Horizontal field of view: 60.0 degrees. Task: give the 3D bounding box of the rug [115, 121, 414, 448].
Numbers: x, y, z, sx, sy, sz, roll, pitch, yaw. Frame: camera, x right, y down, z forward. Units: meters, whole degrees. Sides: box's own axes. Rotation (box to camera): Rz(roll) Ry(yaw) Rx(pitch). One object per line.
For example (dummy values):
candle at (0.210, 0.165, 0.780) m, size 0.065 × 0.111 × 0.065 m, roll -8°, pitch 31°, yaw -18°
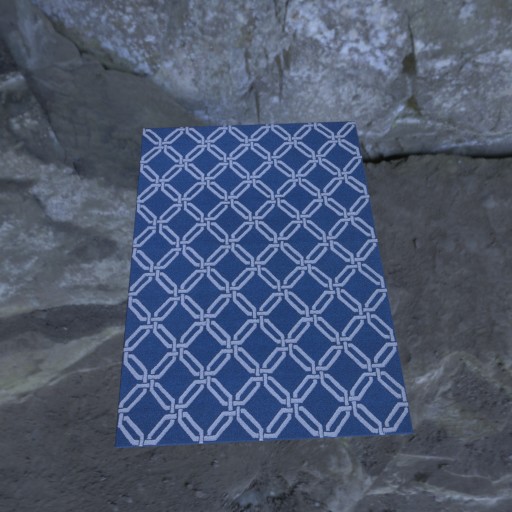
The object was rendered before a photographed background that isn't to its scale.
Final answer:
rug at (0.000, 0.000, 4.331) m, size 2.432 × 0.018 × 3.342 m, roll -2°, pitch 64°, yaw -1°
